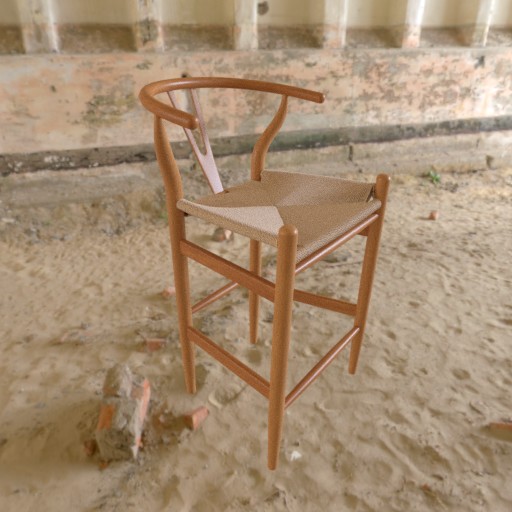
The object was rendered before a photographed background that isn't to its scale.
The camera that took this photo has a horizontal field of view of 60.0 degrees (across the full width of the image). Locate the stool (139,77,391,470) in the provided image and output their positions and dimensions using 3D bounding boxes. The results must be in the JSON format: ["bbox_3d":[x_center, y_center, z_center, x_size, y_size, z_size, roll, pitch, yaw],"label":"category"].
[{"bbox_3d":[0.000,0.000,1.331,0.579,0.970,0.569,19,32,33],"label":"stool"}]
